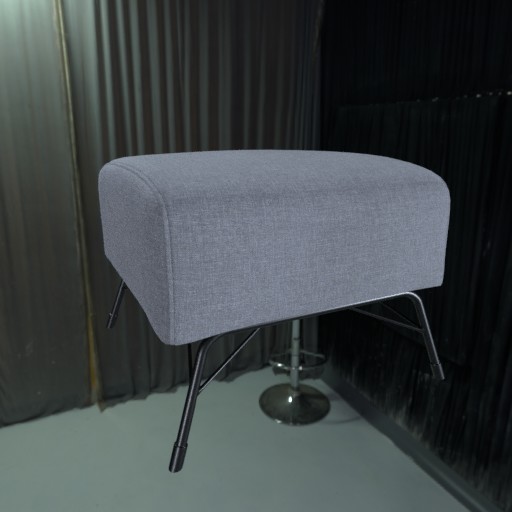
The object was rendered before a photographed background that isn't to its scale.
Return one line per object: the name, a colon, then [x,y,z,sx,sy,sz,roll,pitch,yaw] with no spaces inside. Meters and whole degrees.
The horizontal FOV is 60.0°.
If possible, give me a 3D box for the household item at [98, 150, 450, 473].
household item: [0.000,0.000,0.883,0.530,0.410,0.530,-8,18,-26]
